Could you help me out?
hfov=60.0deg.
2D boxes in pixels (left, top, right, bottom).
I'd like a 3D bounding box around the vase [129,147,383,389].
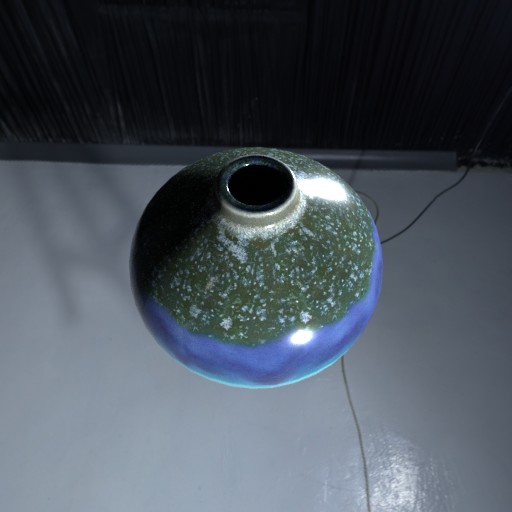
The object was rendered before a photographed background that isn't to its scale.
[{"bbox_3d":[0.000,0.000,0.272,0.154,0.133,0.154,0,58,0],"label":"vase"}]
